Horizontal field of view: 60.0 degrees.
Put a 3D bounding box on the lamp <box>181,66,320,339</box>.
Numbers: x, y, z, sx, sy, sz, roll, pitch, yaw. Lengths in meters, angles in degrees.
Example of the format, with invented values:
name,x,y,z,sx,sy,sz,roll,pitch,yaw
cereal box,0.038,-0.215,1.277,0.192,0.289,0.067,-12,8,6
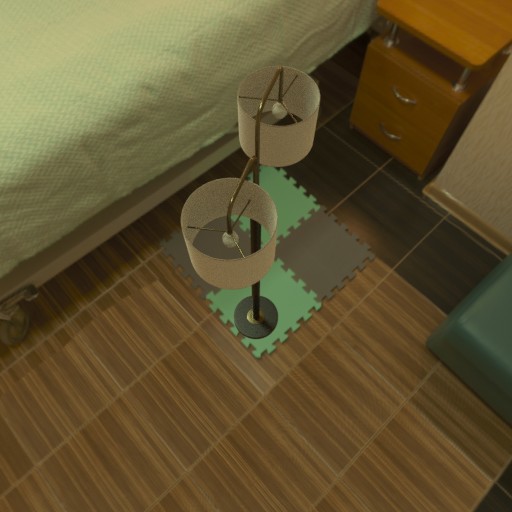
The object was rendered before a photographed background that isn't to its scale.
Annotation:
name,x,y,z,sx,sy,sz,roll,pitch,yaw
lamp,0.000,0.000,1.845,0.254,1.587,0.711,16,64,8
